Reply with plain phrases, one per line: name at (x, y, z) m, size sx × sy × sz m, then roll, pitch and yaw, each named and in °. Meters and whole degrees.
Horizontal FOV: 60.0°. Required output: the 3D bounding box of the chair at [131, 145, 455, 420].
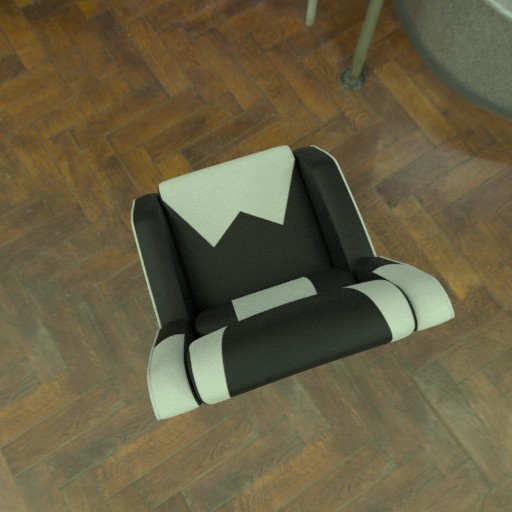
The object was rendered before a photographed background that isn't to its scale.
chair at (0.000, 0.000, 1.268) m, size 0.620 × 0.805 × 0.672 m, roll -18°, pitch 76°, yaw -5°
